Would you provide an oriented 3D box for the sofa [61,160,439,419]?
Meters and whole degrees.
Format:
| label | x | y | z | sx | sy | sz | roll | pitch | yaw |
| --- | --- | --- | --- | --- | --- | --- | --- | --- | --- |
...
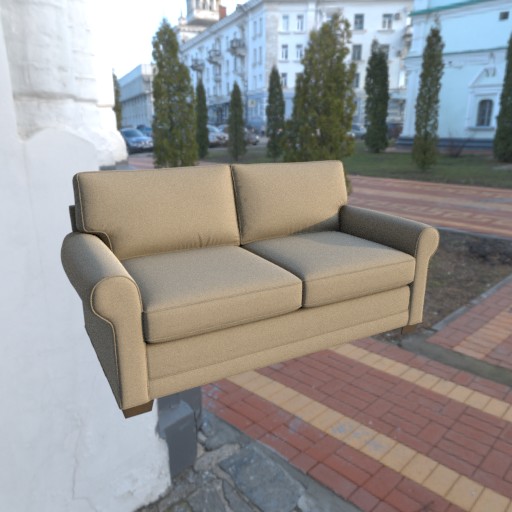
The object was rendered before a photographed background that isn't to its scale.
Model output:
| label | x | y | z | sx | sy | sz | roll | pitch | yaw |
| --- | --- | --- | --- | --- | --- | --- | --- | --- | --- |
| sofa | 0.000 | 0.000 | 2.433 | 1.930 | 0.952 | 0.940 | -9 | 19 | -28 |
